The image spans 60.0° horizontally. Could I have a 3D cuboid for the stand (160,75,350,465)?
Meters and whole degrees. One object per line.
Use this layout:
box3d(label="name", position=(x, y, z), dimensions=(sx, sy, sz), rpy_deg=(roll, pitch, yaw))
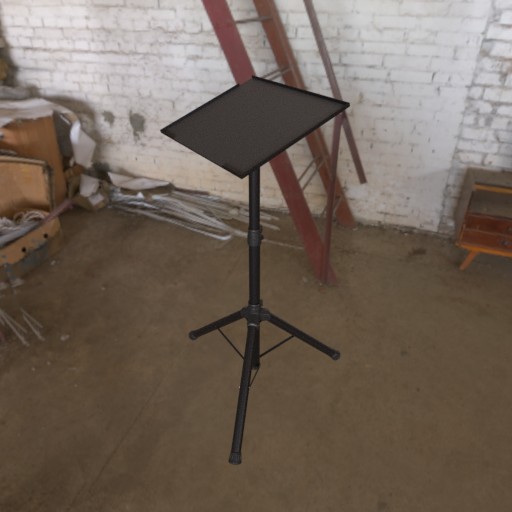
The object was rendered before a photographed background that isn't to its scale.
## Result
box3d(label="stand", position=(0.000, 0.000, 1.661), dimensions=(0.702, 1.198, 0.702), rpy_deg=(-21, 39, -29))
